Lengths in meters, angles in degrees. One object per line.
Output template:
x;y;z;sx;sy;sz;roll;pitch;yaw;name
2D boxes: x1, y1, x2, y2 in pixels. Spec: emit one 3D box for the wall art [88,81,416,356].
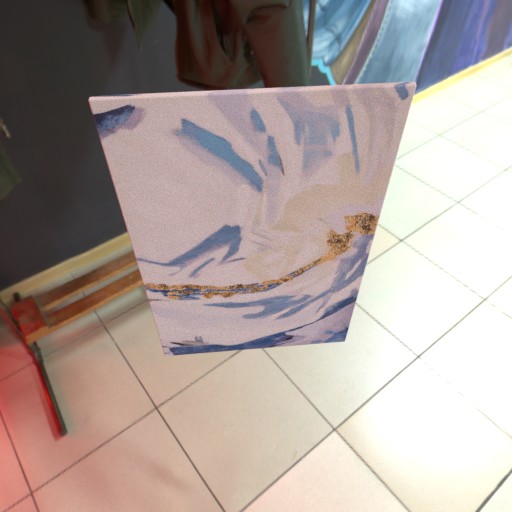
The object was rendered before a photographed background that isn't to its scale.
0.000;0.000;1.159;0.610;0.914;0.016;-4;48;-4;wall art
